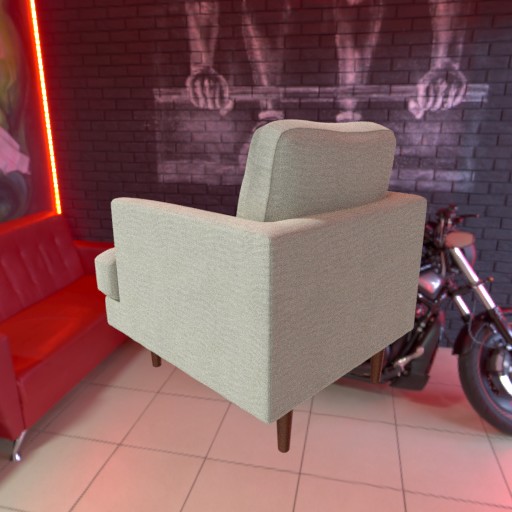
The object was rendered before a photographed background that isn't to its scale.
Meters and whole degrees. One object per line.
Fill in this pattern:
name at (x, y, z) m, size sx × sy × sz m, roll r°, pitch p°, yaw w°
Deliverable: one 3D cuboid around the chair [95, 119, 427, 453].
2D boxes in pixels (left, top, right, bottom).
chair at (0.000, 0.000, 1.640) m, size 0.899 × 0.957 × 0.858 m, roll 16°, pitch 23°, yaw 43°
